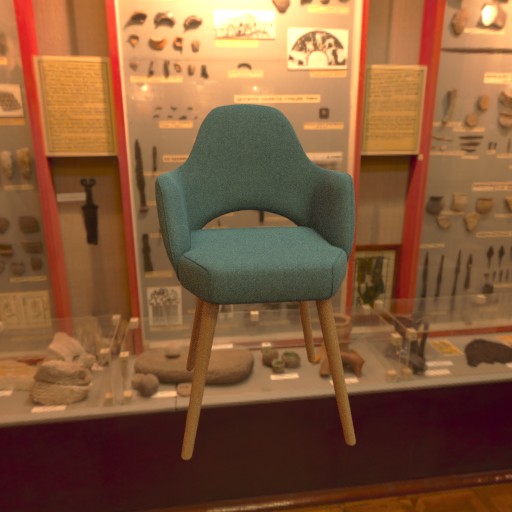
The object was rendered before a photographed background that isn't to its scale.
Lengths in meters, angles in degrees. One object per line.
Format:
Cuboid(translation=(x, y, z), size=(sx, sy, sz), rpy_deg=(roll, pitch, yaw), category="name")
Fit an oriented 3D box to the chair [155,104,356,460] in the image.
Cuboid(translation=(0.000, 0.000, 1.378), size=(0.589, 0.920, 0.666), rpy_deg=(-2, 17, -7), category="chair")
